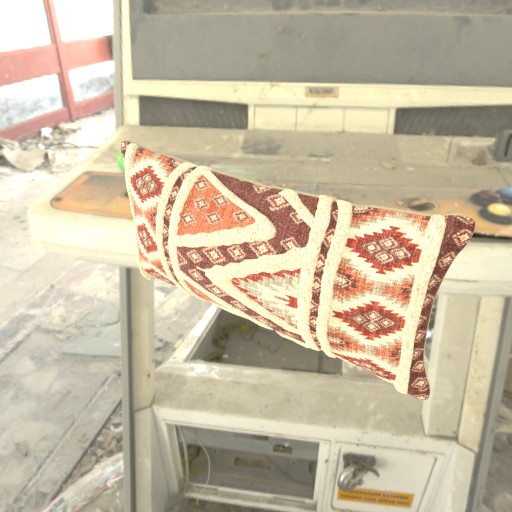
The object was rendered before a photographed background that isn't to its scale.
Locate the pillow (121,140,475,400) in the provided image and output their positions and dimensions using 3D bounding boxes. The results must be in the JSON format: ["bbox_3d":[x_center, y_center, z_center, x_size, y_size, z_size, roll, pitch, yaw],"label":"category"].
[{"bbox_3d":[0.000,0.000,0.722,0.608,0.295,0.161,19,35,30],"label":"pillow"}]
